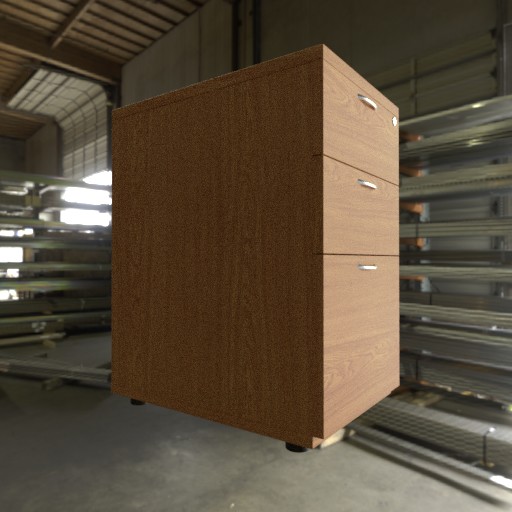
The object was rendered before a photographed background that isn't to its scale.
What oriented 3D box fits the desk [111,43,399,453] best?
[{"bbox_3d":[0.000,0.000,1.096,0.600,0.730,0.404,0,-1,36],"label":"desk"}]
